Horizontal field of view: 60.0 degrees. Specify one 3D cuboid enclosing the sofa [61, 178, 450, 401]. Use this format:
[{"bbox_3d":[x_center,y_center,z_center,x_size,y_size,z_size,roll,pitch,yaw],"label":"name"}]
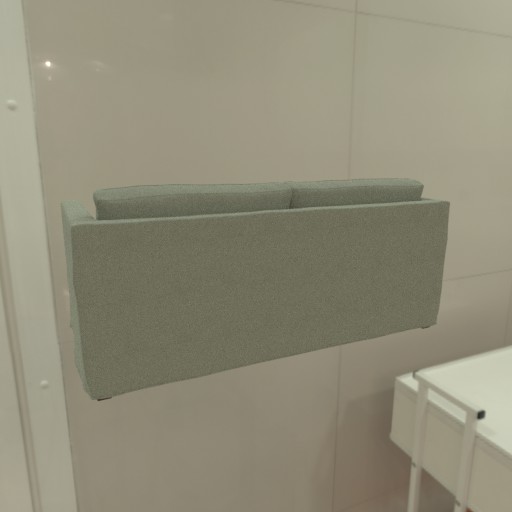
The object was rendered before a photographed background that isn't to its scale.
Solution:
[{"bbox_3d":[0.000,0.000,2.504,1.987,0.870,0.940,-6,15,-25],"label":"sofa"}]
